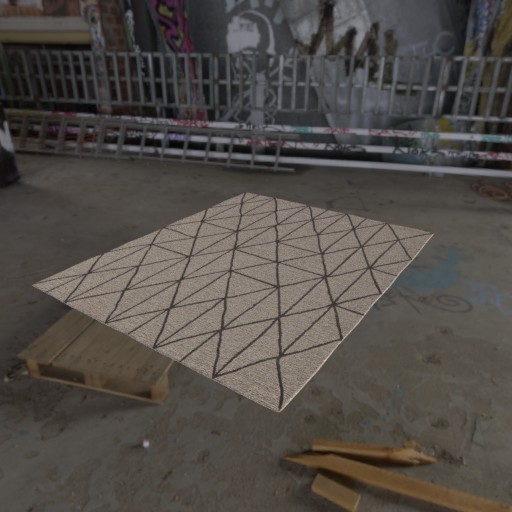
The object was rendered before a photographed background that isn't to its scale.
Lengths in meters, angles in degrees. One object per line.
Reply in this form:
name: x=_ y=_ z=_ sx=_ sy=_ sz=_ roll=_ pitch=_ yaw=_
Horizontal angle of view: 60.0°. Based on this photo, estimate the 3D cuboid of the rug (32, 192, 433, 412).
rug: x=0.000 y=0.000 z=4.181 sx=2.468 sy=0.022 sz=3.061 roll=17 pitch=31 yaw=31
